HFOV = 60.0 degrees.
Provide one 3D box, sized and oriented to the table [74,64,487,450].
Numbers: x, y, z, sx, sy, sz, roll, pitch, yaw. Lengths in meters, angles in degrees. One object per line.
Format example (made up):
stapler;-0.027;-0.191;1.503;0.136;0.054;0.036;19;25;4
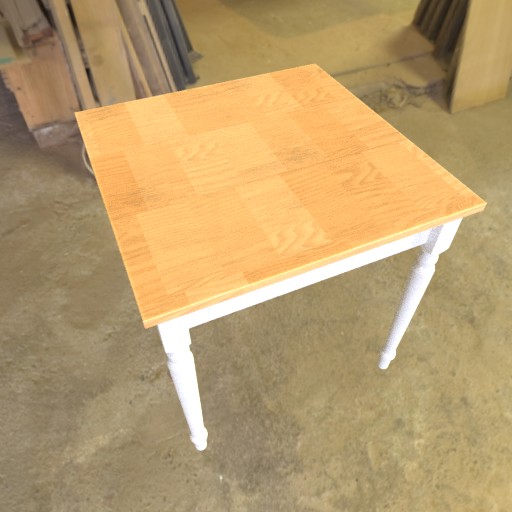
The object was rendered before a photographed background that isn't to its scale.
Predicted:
table;0.000;0.000;1.344;0.747;0.738;0.747;-18;50;-16
